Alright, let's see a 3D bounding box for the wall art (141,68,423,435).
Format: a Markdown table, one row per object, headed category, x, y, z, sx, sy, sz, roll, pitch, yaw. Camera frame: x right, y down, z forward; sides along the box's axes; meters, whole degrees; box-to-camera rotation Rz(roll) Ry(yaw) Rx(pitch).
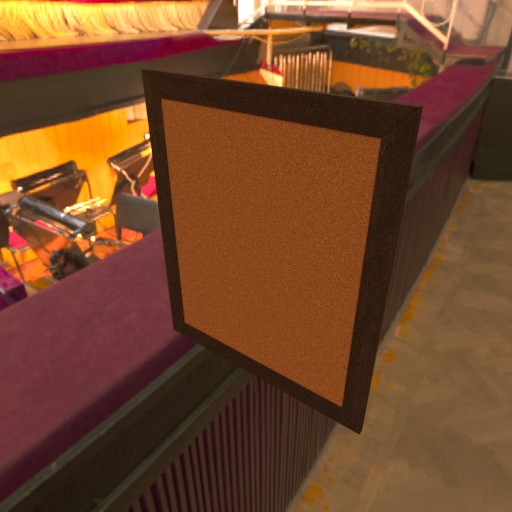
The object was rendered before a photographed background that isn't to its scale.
| category | x | y | z | sx | sy | sz | roll | pitch | yaw |
| --- | --- | --- | --- | --- | --- | --- | --- | --- | --- |
| wall art | 0.000 | 0.000 | 0.776 | 0.476 | 0.570 | 0.013 | 21 | 37 | 31 |
